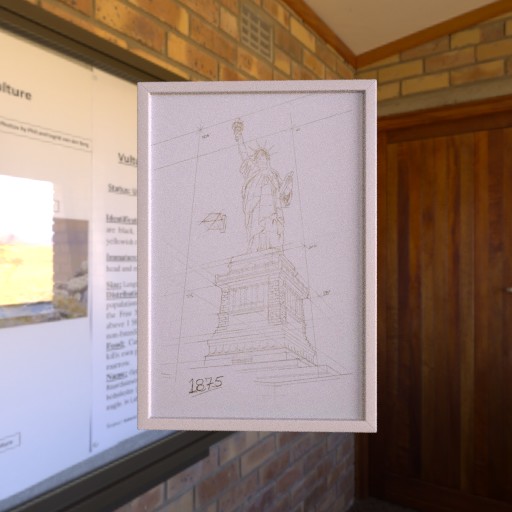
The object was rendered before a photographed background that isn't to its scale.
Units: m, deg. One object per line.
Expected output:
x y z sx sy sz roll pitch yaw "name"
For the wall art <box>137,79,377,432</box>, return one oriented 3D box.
0.000 0.000 1.512 0.808 1.183 0.038 0 0 2 "wall art"
